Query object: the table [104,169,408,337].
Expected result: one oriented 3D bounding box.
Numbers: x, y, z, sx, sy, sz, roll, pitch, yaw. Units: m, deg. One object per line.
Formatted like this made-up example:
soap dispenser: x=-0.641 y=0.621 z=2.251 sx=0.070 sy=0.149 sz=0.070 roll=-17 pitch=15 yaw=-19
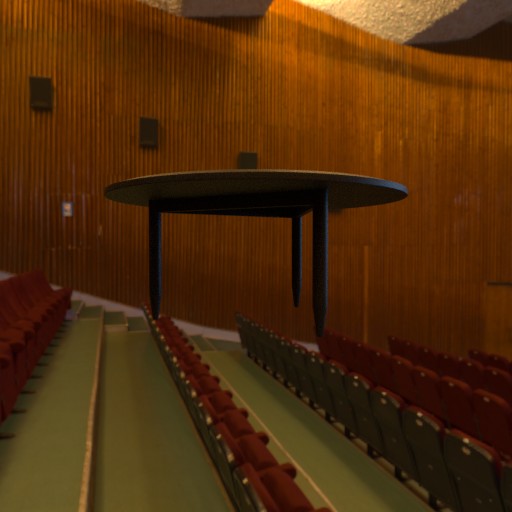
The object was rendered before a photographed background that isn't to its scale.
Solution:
table: x=0.000 y=0.000 z=1.393 sx=0.900 sy=0.400 sz=0.900 roll=0 pitch=1 yaw=0
